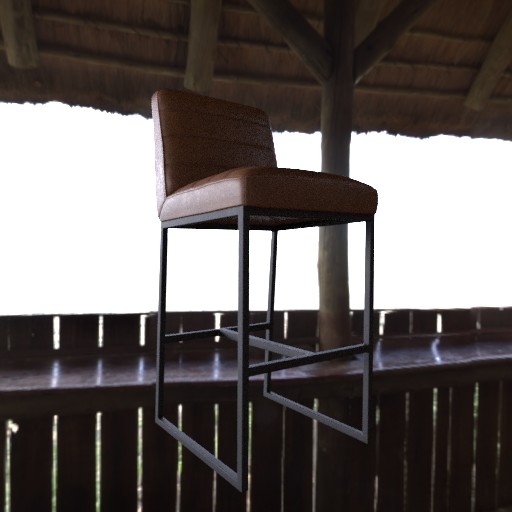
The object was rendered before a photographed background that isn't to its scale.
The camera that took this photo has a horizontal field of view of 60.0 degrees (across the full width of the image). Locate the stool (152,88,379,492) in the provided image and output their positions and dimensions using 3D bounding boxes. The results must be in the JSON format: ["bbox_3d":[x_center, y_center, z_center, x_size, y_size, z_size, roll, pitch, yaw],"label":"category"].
[{"bbox_3d":[0.000,0.000,1.307,0.458,1.040,0.556,-1,2,-35],"label":"stool"}]
